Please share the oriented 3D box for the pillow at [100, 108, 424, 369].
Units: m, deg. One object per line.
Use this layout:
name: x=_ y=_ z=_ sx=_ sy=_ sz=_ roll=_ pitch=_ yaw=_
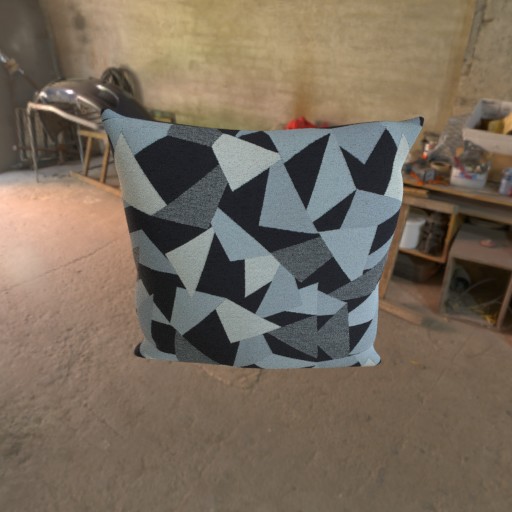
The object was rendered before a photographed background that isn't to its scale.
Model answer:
pillow: x=0.000 y=0.000 z=0.780 sx=0.503 sy=0.496 sz=0.208 roll=1 pitch=30 yaw=2
